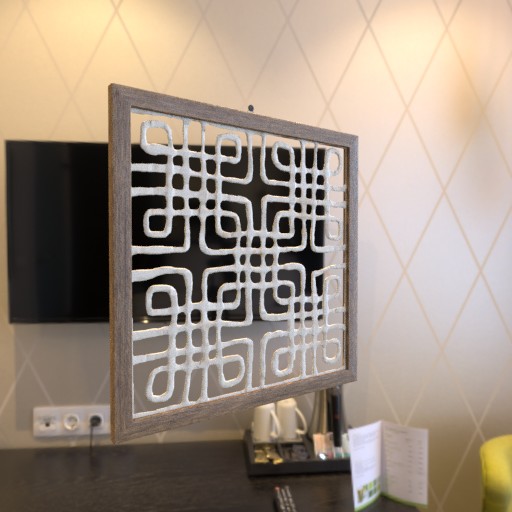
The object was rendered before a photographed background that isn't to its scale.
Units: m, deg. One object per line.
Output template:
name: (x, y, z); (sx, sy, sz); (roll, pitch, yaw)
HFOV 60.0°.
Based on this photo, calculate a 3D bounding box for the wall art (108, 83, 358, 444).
wall art: (0.000, 0.000, 0.857); (0.561, 0.582, 0.021); (-1, 2, -36)
